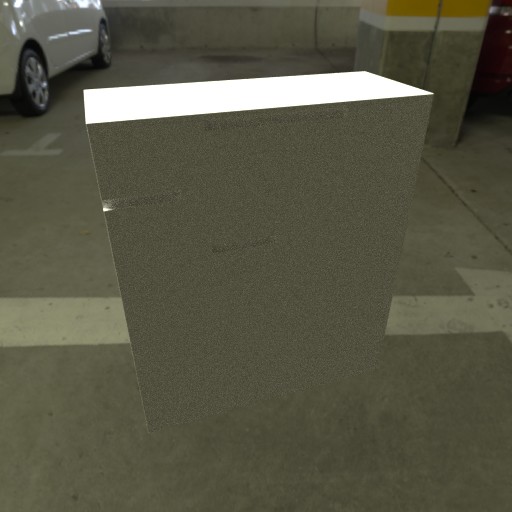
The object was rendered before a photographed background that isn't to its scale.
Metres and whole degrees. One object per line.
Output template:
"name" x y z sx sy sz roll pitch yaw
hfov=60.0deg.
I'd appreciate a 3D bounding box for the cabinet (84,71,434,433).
"cabinet" 0.000 0.000 1.677 1.000 1.190 0.400 -10 33 -16
